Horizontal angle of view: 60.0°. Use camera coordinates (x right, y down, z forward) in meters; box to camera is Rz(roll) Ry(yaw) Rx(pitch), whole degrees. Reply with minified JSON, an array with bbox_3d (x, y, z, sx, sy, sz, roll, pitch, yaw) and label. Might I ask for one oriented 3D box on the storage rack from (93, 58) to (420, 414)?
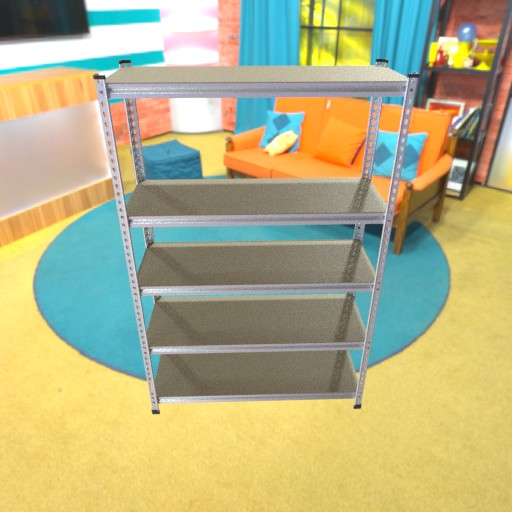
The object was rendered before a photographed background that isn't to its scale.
[{"bbox_3d":[0.000,0.000,2.303,1.219,1.829,0.457,-1,31,-2],"label":"storage rack"}]
